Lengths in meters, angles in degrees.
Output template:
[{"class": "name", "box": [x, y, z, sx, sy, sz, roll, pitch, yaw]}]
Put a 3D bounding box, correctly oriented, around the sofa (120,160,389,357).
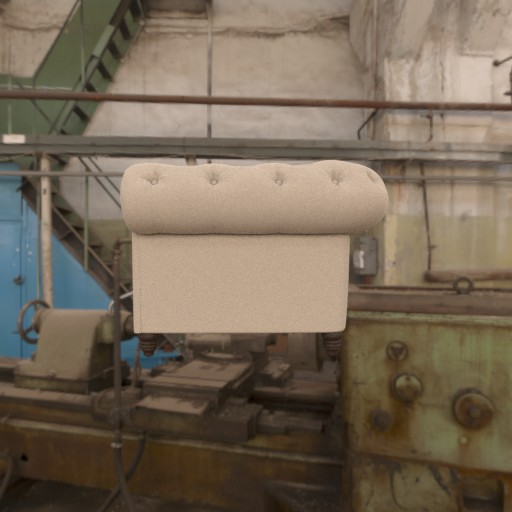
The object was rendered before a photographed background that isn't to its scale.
[{"class": "sofa", "box": [0.000, 0.000, 2.508, 0.986, 0.764, 1.998, 0, 1, -1]}]
